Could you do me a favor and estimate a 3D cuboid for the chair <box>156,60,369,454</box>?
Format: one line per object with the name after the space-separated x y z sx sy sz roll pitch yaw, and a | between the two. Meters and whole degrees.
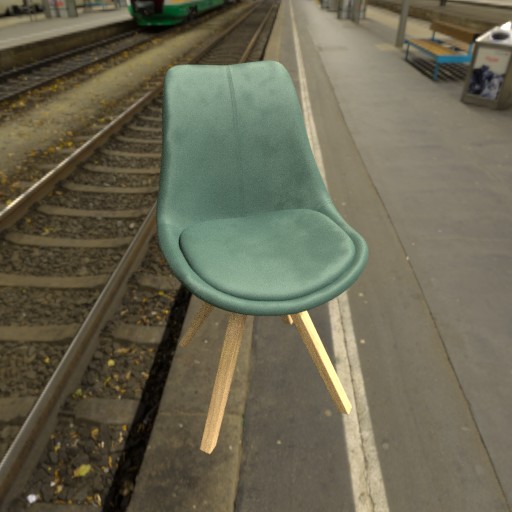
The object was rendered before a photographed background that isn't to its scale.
0.000 0.000 1.156 0.483 0.865 0.547 -10 33 -15 | chair
